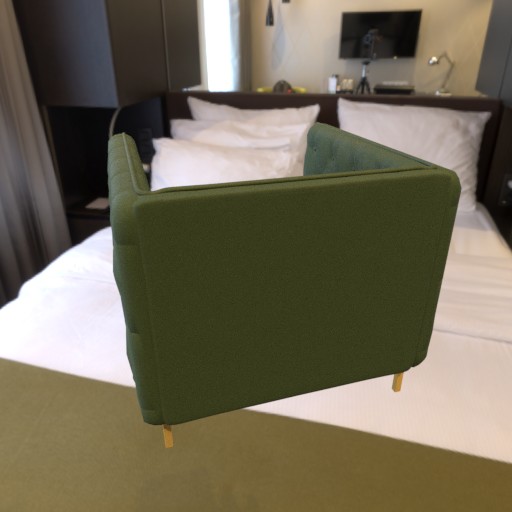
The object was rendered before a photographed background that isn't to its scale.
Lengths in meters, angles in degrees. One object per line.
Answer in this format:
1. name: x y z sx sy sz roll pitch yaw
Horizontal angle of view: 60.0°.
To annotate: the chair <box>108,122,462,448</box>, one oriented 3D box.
1. chair: 0.000 0.000 1.534 0.917 0.768 0.855 -8 27 -16
